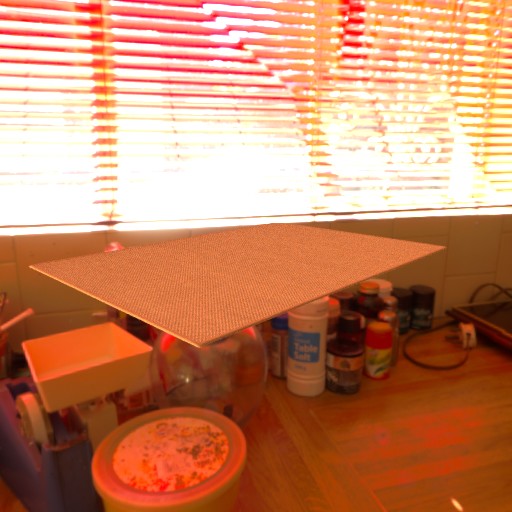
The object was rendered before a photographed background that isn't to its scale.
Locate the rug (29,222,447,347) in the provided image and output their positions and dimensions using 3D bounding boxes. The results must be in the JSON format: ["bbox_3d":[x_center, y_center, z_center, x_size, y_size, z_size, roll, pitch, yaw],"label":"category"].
[{"bbox_3d":[0.000,0.000,2.743,1.524,0.013,2.134,13,19,42],"label":"rug"}]
